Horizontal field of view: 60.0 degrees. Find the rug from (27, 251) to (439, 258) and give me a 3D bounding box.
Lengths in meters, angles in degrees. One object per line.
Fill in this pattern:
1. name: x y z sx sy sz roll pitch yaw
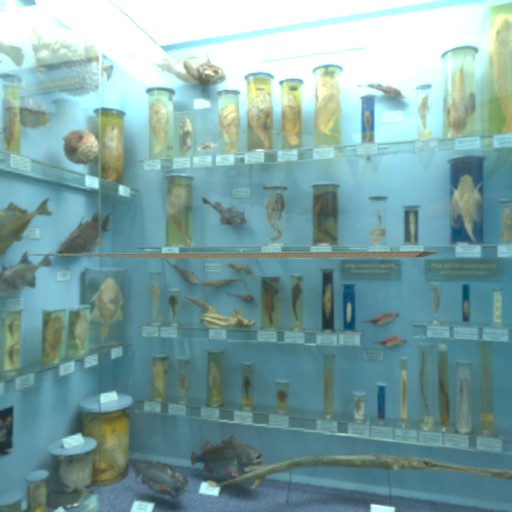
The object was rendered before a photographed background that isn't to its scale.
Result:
1. rug: 0.000 0.000 4.178 3.043 0.013 2.444 0 -1 19
